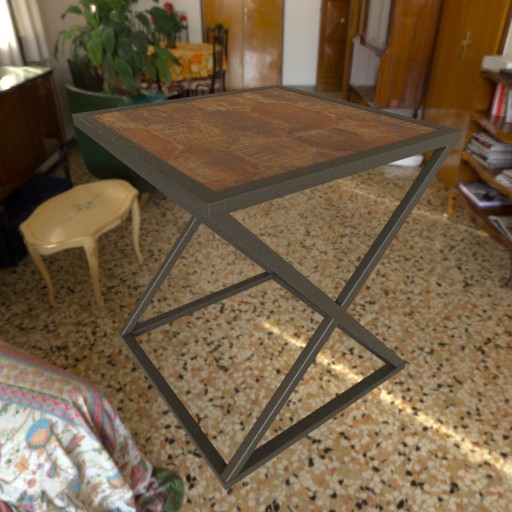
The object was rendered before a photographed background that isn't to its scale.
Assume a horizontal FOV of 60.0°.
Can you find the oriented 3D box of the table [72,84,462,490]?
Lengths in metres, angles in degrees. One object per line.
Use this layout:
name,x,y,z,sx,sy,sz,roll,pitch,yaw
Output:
table,0.000,0.000,0.941,0.500,0.565,0.500,-21,37,-30
